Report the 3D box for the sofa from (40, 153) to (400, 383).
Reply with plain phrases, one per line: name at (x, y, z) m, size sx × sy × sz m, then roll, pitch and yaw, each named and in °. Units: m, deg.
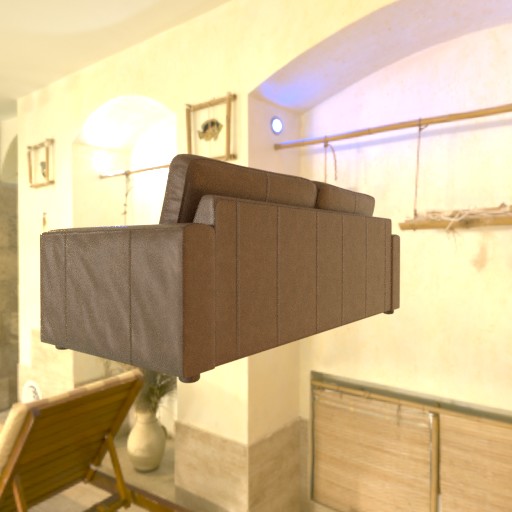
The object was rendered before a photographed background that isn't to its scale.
sofa at (0.000, 0.000, 2.678) m, size 1.016 × 0.873 × 2.179 m, roll 1°, pitch 2°, yaw 37°
